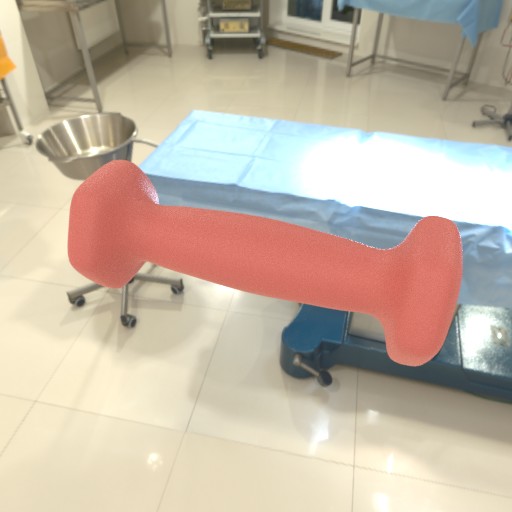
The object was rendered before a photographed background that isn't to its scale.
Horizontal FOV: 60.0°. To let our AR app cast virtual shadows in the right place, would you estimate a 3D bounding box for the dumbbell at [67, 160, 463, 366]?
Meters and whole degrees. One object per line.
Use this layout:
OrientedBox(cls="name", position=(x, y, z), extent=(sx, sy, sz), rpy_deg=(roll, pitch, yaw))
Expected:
OrientedBox(cls="dumbbell", position=(0.000, 0.000, 0.147), extent=(0.123, 0.043, 0.047), rpy_deg=(12, 42, 14))
